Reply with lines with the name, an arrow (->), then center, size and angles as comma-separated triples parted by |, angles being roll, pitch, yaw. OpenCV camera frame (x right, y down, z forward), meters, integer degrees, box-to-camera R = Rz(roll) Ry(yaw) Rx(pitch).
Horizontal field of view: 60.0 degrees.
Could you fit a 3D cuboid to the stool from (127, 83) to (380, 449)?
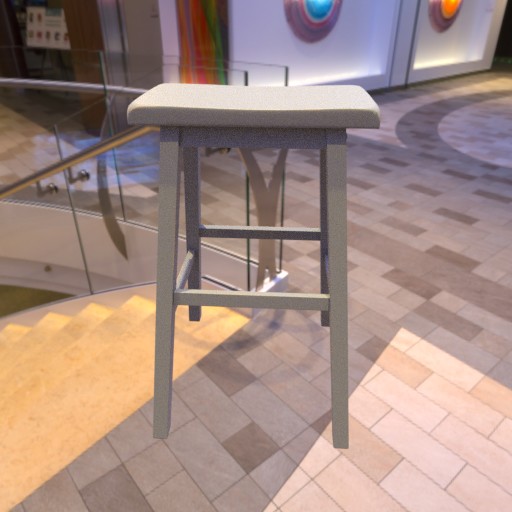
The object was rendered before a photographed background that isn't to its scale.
stool -> 0.000, 0.000, 1.055 | 0.457, 0.737, 0.476 | 2, 30, 3
